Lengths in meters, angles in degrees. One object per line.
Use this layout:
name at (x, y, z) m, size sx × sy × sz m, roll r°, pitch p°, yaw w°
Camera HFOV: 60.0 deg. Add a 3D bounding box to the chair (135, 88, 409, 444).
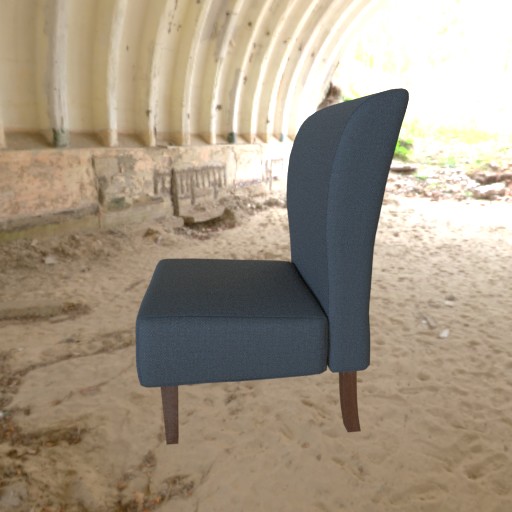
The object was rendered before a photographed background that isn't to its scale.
chair at (0.000, 0.000, 1.179) m, size 0.592 × 0.804 × 0.513 m, roll -2°, pitch 15°, yaw -7°
